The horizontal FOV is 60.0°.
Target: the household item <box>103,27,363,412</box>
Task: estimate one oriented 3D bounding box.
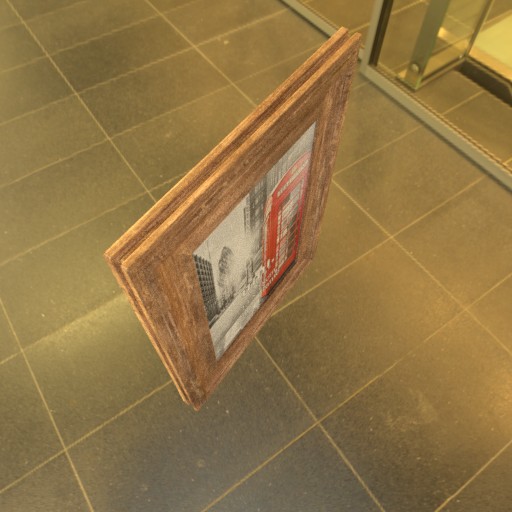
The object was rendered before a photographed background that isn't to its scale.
[{"bbox_3d":[0.000,0.000,0.309,0.018,0.237,0.186,31,63,18],"label":"household item"}]
